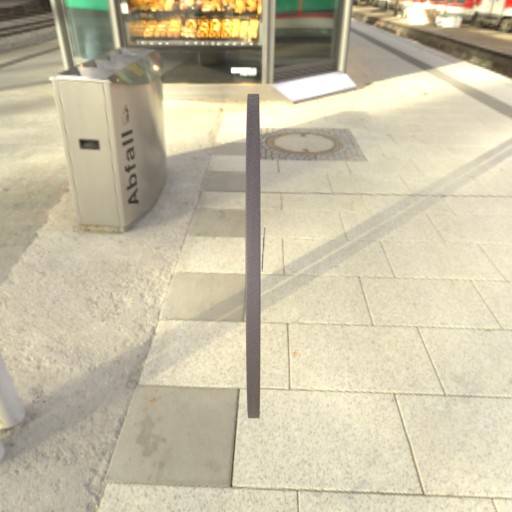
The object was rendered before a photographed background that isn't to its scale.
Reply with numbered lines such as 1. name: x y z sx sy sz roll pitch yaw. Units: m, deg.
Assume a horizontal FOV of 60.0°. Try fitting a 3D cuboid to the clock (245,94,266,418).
1. clock: 0.000 0.000 0.866 0.029 0.595 0.595 0 32 0
